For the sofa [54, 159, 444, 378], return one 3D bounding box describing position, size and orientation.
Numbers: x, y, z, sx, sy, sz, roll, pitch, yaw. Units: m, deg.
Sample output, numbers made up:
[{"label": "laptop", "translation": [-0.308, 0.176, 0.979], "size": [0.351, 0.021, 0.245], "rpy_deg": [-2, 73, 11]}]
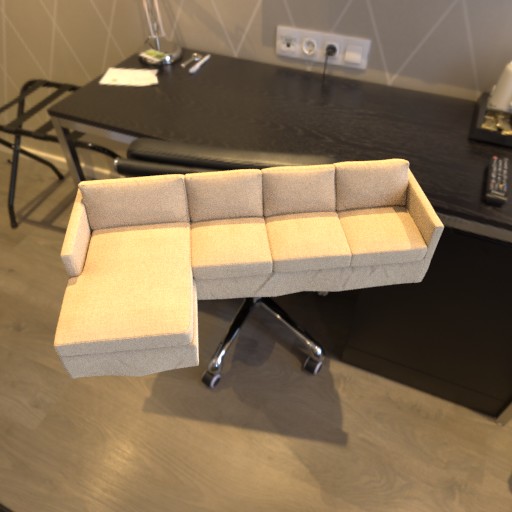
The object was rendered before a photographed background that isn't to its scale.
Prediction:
[{"label": "sofa", "translation": [0.000, 0.000, 3.883], "size": [3.205, 0.922, 1.650], "rpy_deg": [-5, 46, -4]}]
